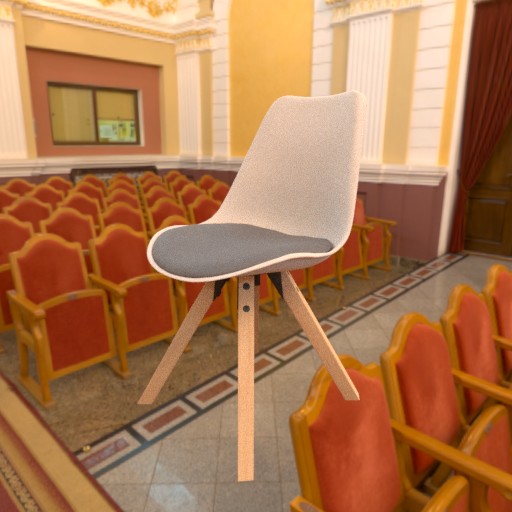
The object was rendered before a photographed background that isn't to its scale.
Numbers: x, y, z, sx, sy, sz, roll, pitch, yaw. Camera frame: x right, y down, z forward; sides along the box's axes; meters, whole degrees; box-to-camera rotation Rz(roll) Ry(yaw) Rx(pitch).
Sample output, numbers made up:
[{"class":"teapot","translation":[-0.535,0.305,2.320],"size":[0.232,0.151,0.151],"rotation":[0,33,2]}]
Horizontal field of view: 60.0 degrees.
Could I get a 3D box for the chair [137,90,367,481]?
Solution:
[{"class":"chair","translation":[0.000,0.000,1.180],"size":[0.485,0.850,0.550],"rotation":[14,21,43]}]
